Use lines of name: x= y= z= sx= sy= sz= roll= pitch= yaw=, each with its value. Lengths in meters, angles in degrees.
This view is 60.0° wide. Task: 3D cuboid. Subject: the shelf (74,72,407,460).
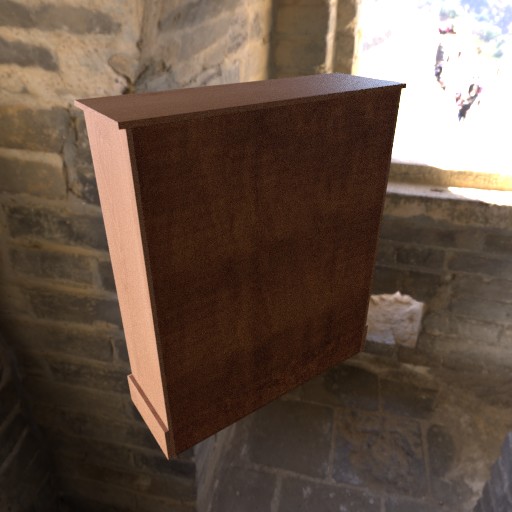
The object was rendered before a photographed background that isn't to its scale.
shelf: x=0.000 y=0.000 z=1.383 sx=0.840 sy=0.980 sz=0.291 roll=-19 pitch=35 yaw=-30
